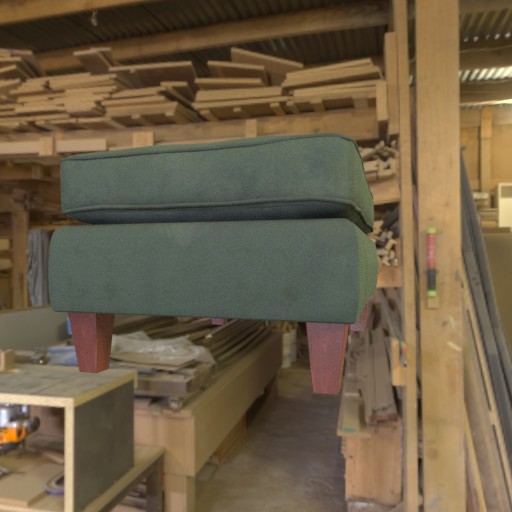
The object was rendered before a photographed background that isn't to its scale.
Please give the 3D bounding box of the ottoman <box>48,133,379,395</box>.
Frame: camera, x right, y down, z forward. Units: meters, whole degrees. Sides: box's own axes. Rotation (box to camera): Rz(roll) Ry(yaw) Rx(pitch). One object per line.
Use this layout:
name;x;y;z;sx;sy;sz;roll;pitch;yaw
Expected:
ottoman;0.000;0.000;1.223;0.632;0.495;0.864;0;0;17
